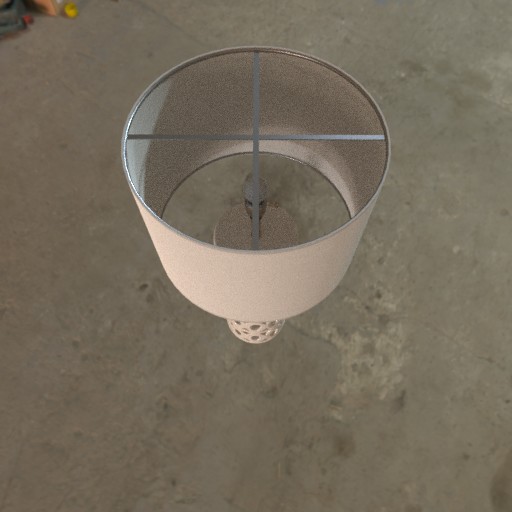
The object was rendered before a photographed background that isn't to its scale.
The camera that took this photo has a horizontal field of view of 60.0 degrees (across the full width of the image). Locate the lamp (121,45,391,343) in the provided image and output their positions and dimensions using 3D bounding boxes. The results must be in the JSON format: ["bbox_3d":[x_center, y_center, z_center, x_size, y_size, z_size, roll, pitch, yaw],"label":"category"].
[{"bbox_3d":[0.000,0.000,0.820,0.324,0.636,0.325,0,62,0],"label":"lamp"}]
